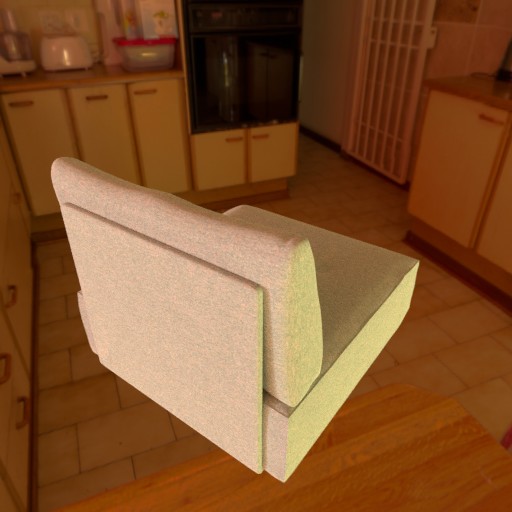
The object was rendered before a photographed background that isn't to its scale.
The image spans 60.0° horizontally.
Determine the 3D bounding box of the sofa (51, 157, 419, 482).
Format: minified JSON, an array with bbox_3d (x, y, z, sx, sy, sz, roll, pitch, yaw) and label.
[{"bbox_3d":[0.000,0.000,1.655,0.930,0.820,1.000,21,37,31],"label":"sofa"}]
